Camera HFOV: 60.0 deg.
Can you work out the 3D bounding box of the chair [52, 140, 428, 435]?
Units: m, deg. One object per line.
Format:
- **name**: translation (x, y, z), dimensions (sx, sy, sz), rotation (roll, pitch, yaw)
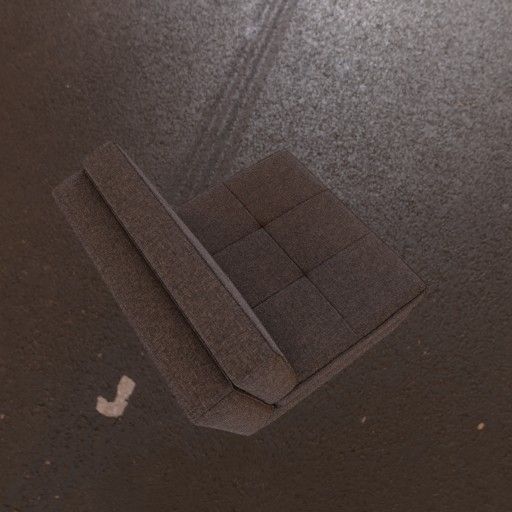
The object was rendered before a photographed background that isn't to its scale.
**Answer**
- **chair**: translation (0.000, 0.000, 1.305), dimensions (0.800, 0.615, 0.740), rotation (-31, 63, -18)
